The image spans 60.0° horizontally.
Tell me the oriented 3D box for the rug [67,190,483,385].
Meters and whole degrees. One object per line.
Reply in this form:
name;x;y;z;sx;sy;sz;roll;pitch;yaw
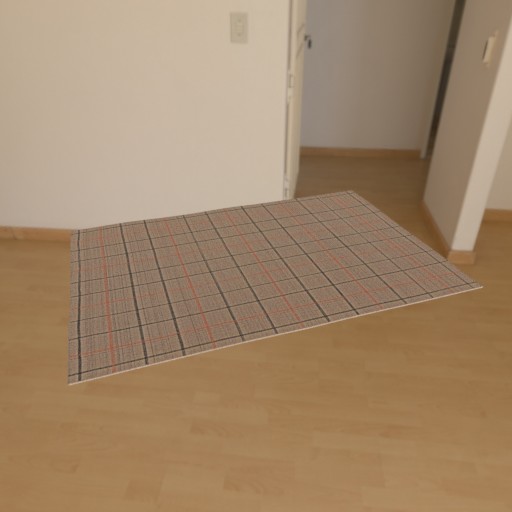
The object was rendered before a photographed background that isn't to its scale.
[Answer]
rug;0.000;0.000;2.311;1.829;0.013;1.220;-10;33;-16
